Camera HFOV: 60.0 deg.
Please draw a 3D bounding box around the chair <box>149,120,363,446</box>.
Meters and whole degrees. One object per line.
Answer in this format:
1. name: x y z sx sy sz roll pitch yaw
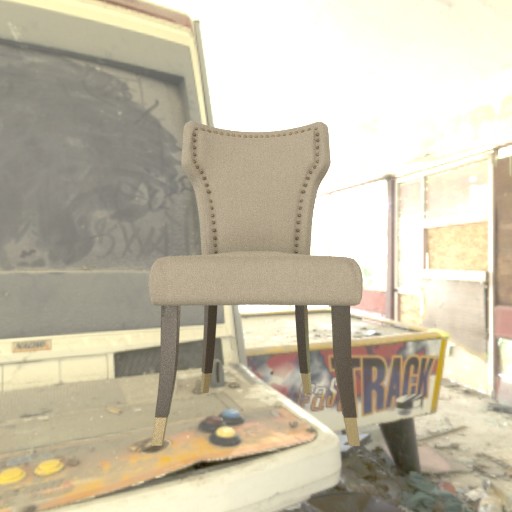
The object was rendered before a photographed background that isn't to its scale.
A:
1. chair: 0.000 0.000 1.366 0.526 0.950 0.630 0 -1 0
